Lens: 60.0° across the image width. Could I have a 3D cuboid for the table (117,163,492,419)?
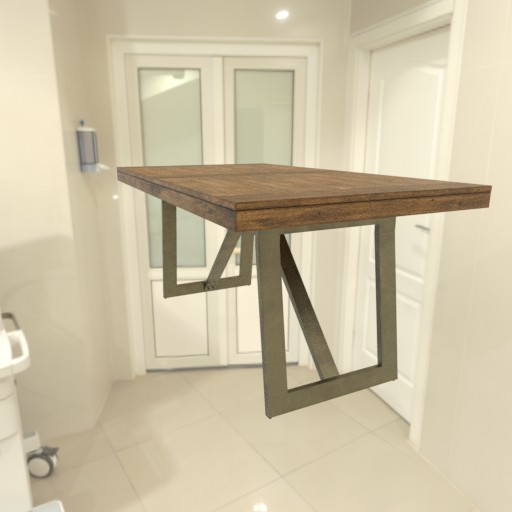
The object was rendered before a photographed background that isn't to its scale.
[{"bbox_3d":[0.000,0.000,2.074,0.931,0.757,1.641,-7,16,-26],"label":"table"}]
